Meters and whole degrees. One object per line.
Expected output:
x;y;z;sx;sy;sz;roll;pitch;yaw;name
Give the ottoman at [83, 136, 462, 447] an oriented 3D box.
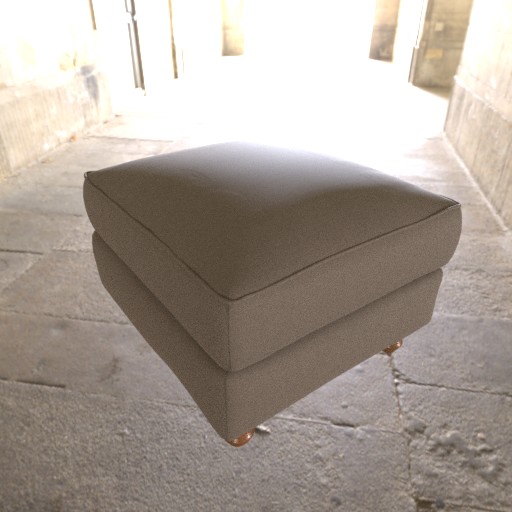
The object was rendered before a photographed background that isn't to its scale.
0.000;0.000;1.139;0.662;0.505;0.721;-20;36;-30;ottoman
